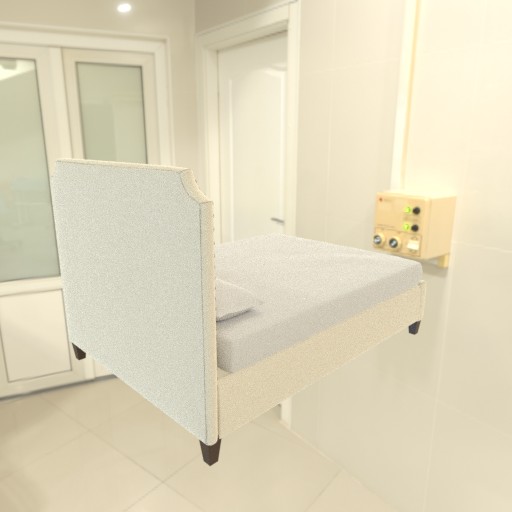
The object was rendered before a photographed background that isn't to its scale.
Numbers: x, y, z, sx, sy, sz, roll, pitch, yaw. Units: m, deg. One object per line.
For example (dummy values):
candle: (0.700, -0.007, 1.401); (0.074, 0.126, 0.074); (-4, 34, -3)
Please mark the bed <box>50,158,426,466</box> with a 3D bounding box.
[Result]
bed: (0.000, 0.000, 3.398); (2.372, 1.497, 1.712); (-14, 20, -43)
